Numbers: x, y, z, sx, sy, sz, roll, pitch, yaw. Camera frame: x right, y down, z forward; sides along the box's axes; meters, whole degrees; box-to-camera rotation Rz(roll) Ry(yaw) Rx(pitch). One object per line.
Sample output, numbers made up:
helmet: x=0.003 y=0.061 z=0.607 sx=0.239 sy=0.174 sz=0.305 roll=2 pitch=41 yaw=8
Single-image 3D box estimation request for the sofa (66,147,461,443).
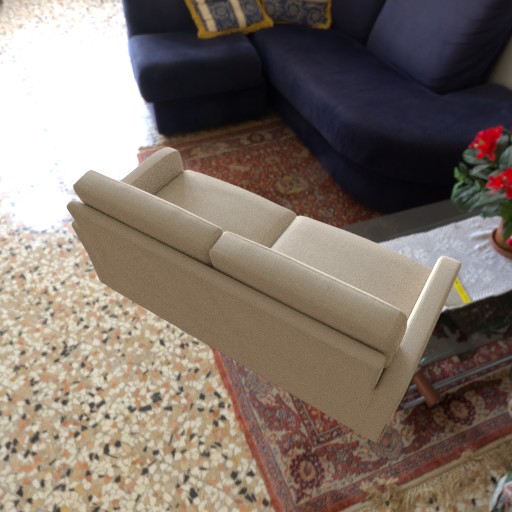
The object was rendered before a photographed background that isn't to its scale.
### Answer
sofa: x=0.000 y=0.000 z=2.279 sx=1.808 sy=0.831 sz=0.894 roll=25 pitch=51 yaw=22
